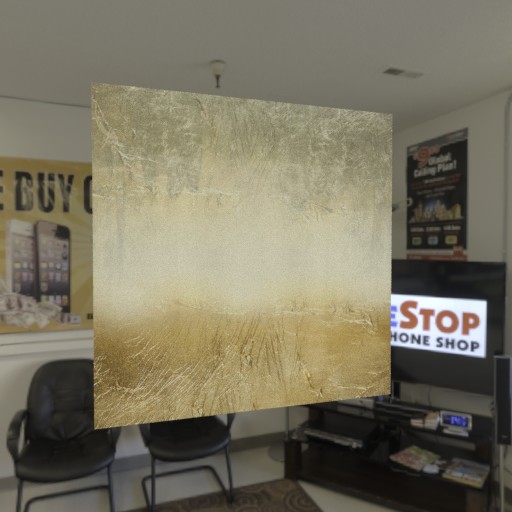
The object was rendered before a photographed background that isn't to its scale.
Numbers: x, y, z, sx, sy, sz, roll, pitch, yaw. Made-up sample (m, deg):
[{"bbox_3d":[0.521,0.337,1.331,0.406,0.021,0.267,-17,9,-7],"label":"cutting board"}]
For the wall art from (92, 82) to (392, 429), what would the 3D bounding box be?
[{"bbox_3d":[0.000,0.000,1.584,1.092,1.091,0.051,0,1,-18],"label":"wall art"}]
